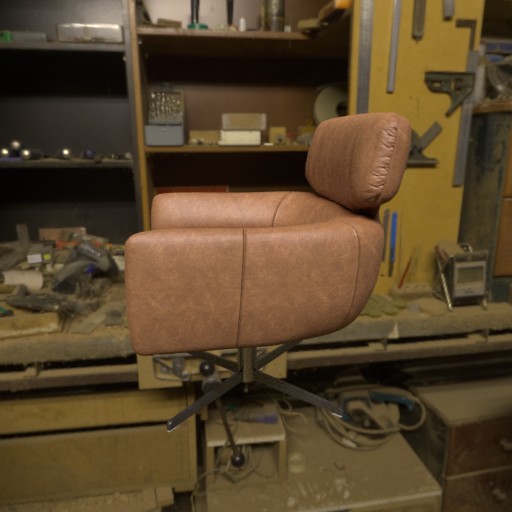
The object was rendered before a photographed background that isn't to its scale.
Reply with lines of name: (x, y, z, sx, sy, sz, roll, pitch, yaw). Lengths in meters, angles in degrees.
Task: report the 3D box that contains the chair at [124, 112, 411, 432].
chair: (0.000, 0.000, 1.320, 0.715, 0.812, 0.706, -2, 15, -7)
